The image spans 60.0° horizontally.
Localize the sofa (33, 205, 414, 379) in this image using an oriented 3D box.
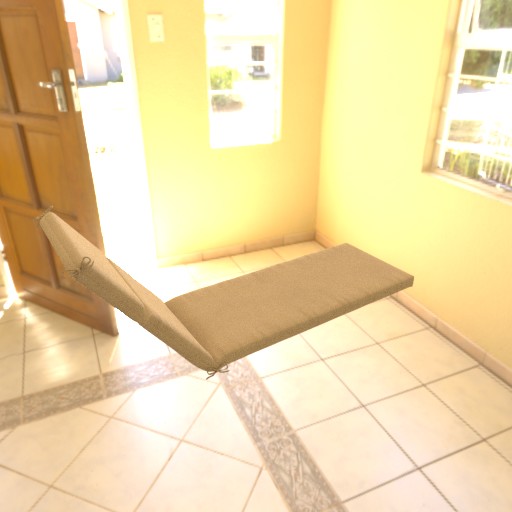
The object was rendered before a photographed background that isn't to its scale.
[{"bbox_3d":[0.000,0.000,1.987,1.663,0.622,0.582,-16,31,-30],"label":"sofa"}]
